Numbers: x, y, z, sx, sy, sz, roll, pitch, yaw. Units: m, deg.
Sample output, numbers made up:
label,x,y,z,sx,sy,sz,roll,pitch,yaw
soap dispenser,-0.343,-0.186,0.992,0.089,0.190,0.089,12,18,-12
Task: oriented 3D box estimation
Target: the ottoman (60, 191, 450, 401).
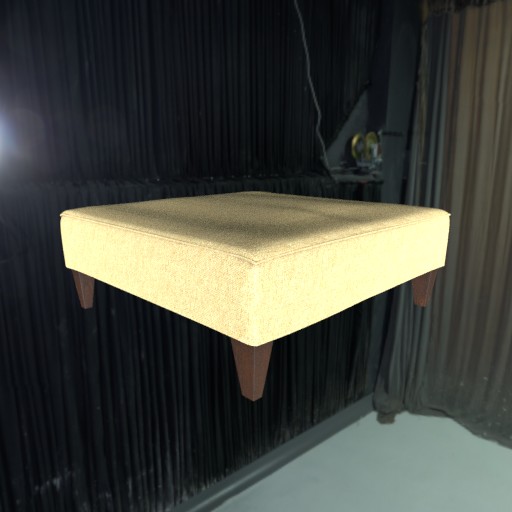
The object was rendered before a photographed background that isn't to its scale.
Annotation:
label,x,y,z,sx,sy,sz,roll,pitch,yaw
ottoman,0.000,0.000,1.572,0.970,0.378,0.981,13,19,43
